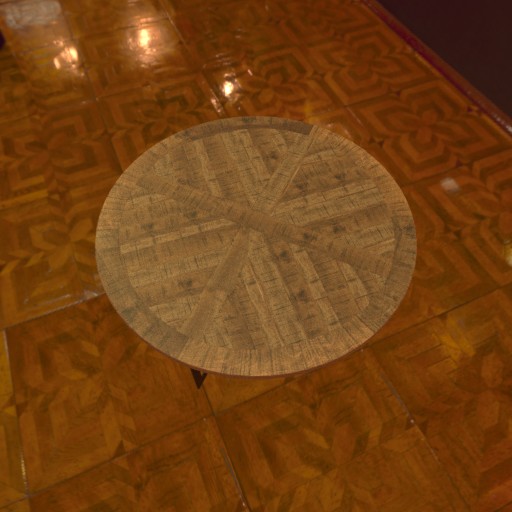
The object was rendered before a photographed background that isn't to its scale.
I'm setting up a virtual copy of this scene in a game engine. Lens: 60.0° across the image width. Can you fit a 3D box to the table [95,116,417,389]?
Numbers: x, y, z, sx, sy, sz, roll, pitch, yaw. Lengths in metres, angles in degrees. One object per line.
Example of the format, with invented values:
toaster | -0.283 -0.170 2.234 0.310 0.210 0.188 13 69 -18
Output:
table | 0.000 0.000 1.985 1.264 0.516 1.264 0 57 0
